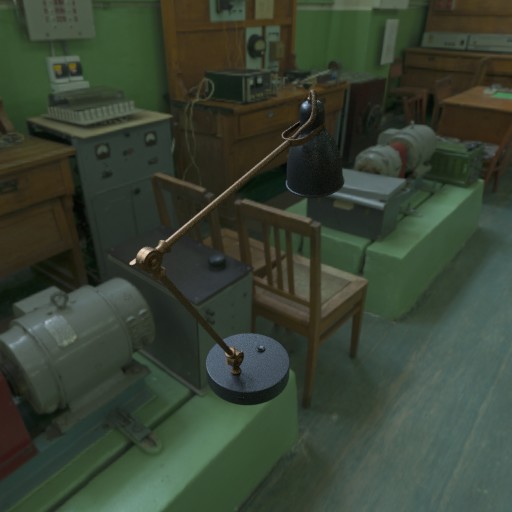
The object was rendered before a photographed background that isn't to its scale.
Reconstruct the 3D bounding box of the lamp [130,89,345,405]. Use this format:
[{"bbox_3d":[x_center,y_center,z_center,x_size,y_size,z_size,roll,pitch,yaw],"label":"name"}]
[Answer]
[{"bbox_3d":[0.000,0.000,0.880,0.187,0.587,0.561,21,36,31],"label":"lamp"}]
